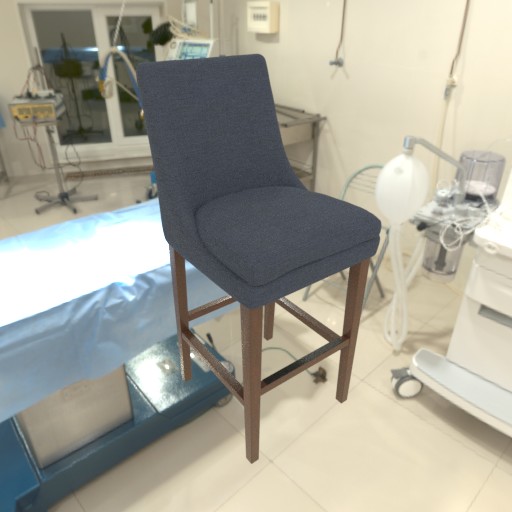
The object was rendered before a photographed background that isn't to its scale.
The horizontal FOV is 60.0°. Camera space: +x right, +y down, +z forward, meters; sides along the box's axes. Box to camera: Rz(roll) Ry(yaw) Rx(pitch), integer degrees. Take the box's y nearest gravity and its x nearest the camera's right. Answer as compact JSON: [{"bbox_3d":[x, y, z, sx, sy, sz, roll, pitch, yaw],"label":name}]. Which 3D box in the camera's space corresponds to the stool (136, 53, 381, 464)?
[{"bbox_3d":[0.000,0.000,1.360,0.470,1.078,0.577,-20,36,-31],"label":"stool"}]
